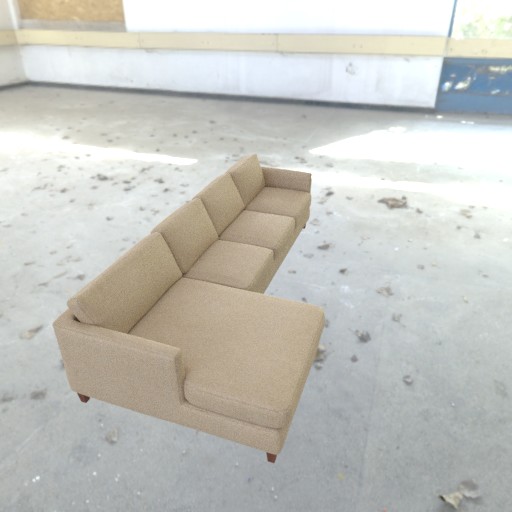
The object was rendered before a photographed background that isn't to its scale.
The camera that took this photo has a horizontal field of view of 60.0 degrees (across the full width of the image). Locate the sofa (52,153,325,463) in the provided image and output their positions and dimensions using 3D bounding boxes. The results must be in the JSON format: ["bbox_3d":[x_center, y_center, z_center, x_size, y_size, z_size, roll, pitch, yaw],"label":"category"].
[{"bbox_3d":[0.000,0.000,3.830,1.502,0.876,3.201,10,32,17],"label":"sofa"}]
